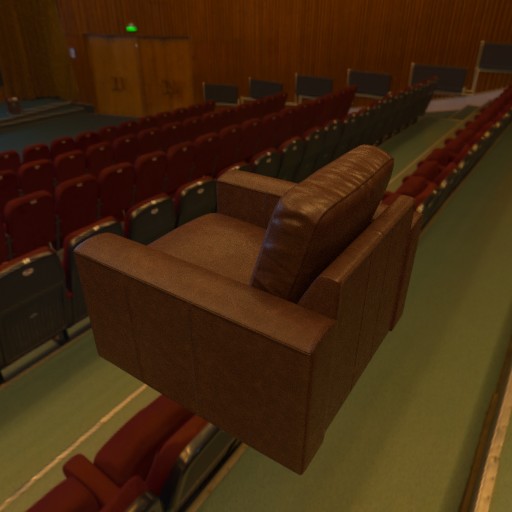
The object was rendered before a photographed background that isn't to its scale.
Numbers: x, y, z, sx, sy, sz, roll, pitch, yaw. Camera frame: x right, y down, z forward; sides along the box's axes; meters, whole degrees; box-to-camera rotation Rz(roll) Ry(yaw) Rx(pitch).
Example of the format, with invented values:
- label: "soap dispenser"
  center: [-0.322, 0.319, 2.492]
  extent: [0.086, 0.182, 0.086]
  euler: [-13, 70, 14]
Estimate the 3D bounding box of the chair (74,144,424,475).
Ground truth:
- label: "chair"
  center: [0.000, 0.000, 1.787]
  extent: [1.016, 0.873, 1.005]
  euler: [19, 36, 29]
